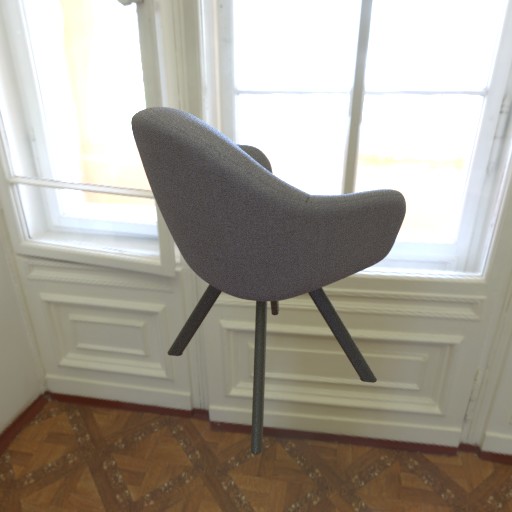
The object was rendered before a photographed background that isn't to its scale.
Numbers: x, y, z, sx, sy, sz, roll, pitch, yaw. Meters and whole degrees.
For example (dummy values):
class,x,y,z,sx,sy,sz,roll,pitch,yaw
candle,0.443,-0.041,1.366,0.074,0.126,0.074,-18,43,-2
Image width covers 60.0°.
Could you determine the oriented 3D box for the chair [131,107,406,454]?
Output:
class,x,y,z,sx,sy,sz,roll,pitch,yaw
chair,0.000,0.000,1.186,0.550,0.795,0.590,-18,32,-32
